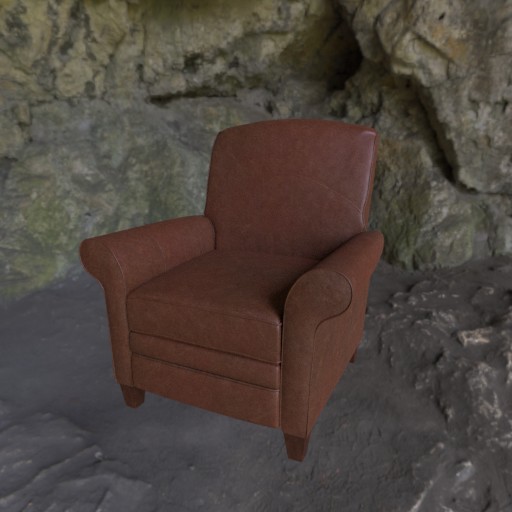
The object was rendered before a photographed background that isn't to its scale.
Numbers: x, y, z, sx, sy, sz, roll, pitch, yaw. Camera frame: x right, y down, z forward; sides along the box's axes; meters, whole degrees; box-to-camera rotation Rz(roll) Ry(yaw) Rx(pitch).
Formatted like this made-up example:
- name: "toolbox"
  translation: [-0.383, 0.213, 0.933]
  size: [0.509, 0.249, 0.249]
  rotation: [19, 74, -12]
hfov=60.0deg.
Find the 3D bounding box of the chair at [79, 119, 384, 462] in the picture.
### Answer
- name: "chair"
  translation: [0.000, 0.000, 1.757]
  size: [0.978, 1.061, 0.902]
  rotation: [7, 17, 24]
